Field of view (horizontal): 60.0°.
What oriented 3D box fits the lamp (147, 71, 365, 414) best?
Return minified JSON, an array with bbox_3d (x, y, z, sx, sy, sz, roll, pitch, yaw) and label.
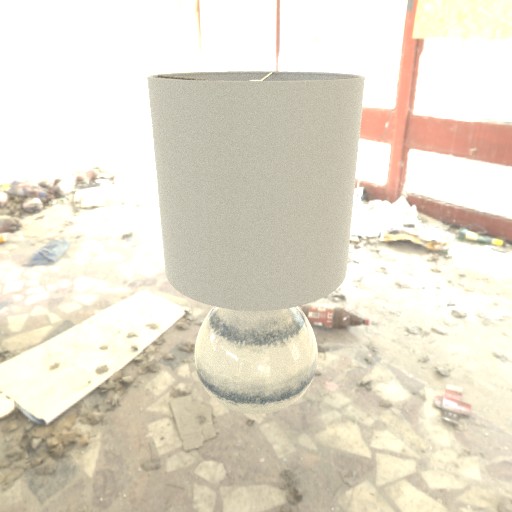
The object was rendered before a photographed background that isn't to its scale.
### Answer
[{"bbox_3d":[0.000,0.000,0.533,0.216,0.404,0.216,-8,26,-17],"label":"lamp"}]
